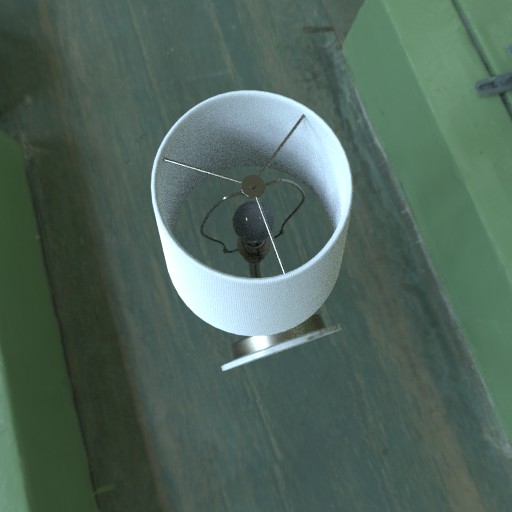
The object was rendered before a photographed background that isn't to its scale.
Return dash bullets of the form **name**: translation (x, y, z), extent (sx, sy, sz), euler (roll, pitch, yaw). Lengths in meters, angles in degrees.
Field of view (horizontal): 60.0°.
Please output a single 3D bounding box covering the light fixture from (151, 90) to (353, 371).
- **light fixture**: translation (0.000, 0.000, 0.437), extent (0.168, 0.337, 0.188), euler (-19, 77, -4)
